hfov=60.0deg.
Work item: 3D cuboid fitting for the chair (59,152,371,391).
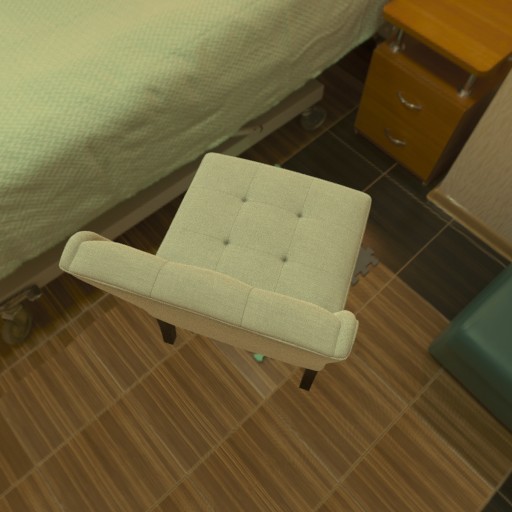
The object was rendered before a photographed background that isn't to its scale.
[{"bbox_3d":[0.000,0.000,1.284,0.569,0.853,0.676,17,64,8],"label":"chair"}]
